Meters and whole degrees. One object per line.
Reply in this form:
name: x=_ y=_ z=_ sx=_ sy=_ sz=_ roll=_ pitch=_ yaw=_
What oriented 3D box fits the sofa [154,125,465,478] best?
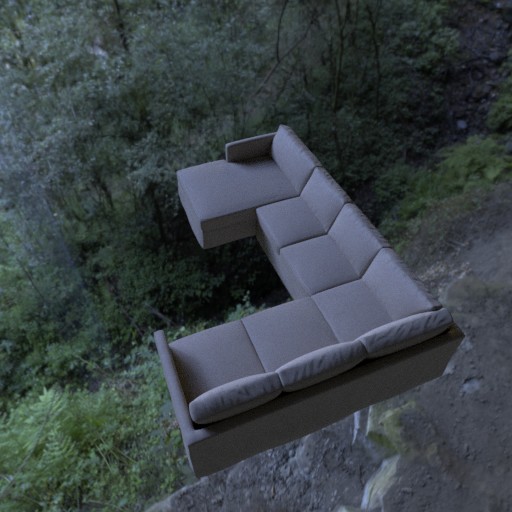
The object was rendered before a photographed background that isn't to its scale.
sofa: x=0.000 y=0.000 z=4.664 sx=2.476 sy=0.878 sz=3.528 roll=-17 pitch=49 yaw=-15
